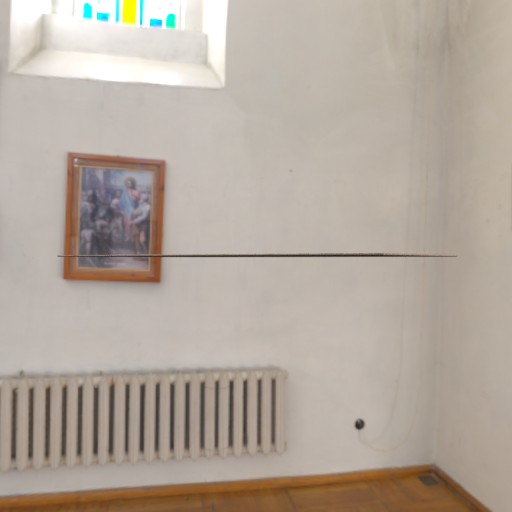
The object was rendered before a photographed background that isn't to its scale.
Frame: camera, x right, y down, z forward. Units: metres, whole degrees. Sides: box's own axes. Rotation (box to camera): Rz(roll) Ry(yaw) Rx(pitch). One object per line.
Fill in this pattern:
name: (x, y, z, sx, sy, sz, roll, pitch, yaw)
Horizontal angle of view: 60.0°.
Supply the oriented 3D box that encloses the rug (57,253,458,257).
rug: (0.000, 0.000, 2.430, 1.829, 0.008, 1.219, 0, 0, 35)
